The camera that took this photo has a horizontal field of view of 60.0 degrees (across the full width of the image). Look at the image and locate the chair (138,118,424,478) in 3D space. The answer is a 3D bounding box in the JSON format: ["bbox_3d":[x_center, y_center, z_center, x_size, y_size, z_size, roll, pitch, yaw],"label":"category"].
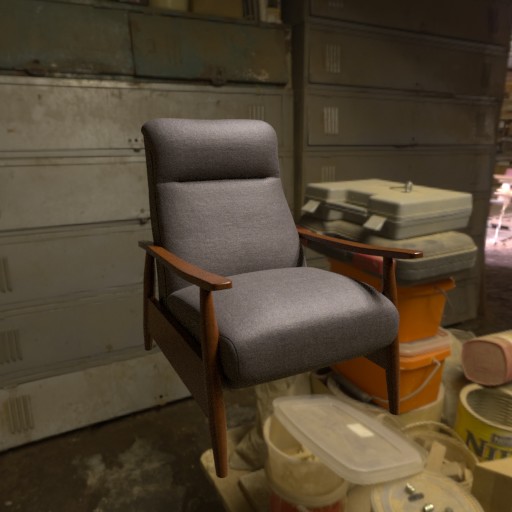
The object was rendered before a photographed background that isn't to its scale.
[{"bbox_3d":[0.000,0.000,1.773,0.762,1.081,1.014,-7,17,-26],"label":"chair"}]
